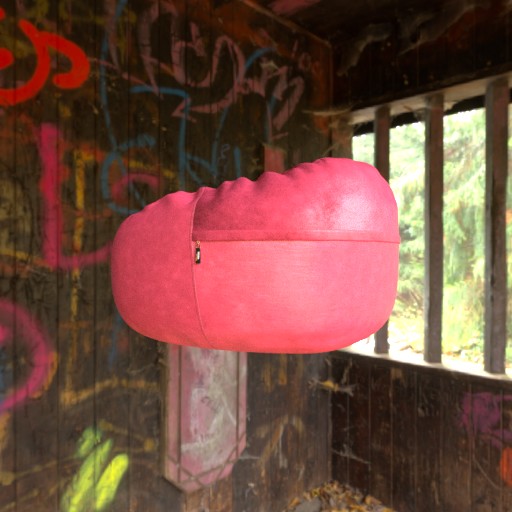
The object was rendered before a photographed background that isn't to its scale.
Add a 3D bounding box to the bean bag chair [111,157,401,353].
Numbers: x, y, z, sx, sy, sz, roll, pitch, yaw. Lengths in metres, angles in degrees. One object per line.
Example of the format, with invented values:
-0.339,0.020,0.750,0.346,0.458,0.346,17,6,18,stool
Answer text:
0.000,0.000,2.458,1.524,0.878,1.524,0,0,16,bean bag chair
